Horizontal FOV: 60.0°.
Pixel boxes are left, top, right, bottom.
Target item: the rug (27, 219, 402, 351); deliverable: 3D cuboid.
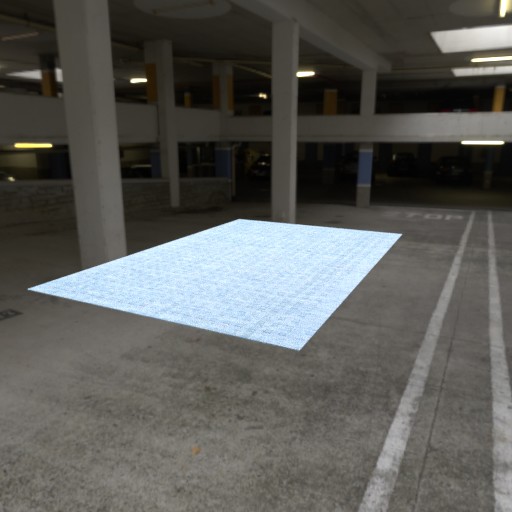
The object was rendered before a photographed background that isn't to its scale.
[{"bbox_3d":[0.000,0.000,2.969,1.522,0.006,2.286,7,17,26],"label":"rug"}]
